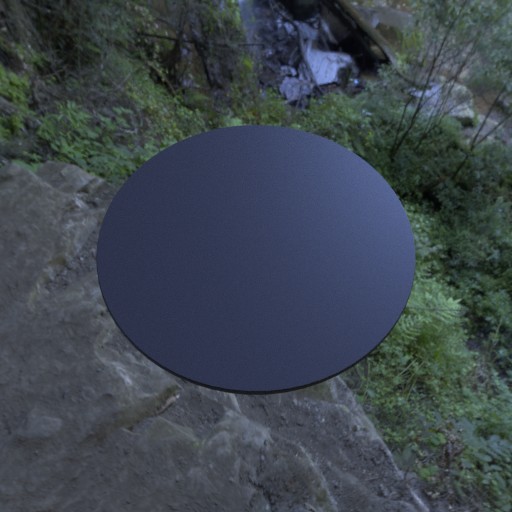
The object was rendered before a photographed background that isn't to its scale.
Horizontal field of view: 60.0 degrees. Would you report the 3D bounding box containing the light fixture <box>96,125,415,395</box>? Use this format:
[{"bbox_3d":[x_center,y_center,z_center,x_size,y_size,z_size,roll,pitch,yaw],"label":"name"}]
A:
[{"bbox_3d":[0.000,0.000,0.559,0.368,0.100,0.368,0,58,0],"label":"light fixture"}]
